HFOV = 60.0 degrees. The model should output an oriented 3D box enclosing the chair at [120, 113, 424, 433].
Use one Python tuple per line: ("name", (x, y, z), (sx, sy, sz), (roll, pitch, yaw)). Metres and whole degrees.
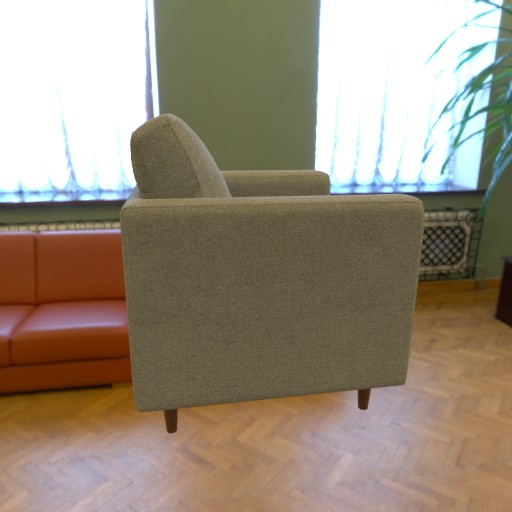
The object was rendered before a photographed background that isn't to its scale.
("chair", (0.000, 0.000, 1.530), (0.800, 0.927, 0.855), (-3, 16, -10))
